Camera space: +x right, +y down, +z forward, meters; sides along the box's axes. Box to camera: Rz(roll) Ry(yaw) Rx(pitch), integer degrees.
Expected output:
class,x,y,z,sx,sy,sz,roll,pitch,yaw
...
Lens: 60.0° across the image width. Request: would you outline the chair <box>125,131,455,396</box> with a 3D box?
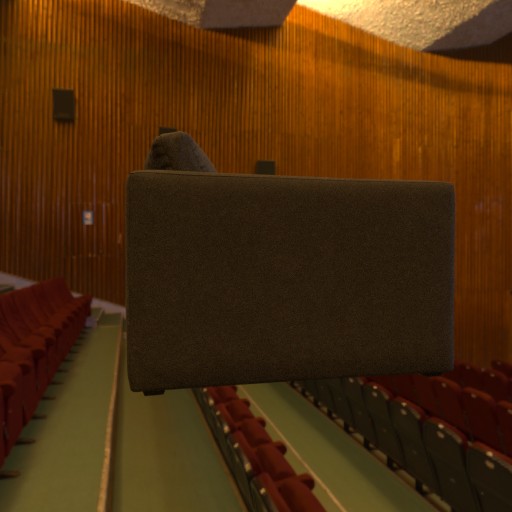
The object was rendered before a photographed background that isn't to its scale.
class,x,y,z,sx,sy,sz,roll,pitch,yaw
chair,0.000,0.000,1.896,1.091,0.845,1.190,0,0,-17
